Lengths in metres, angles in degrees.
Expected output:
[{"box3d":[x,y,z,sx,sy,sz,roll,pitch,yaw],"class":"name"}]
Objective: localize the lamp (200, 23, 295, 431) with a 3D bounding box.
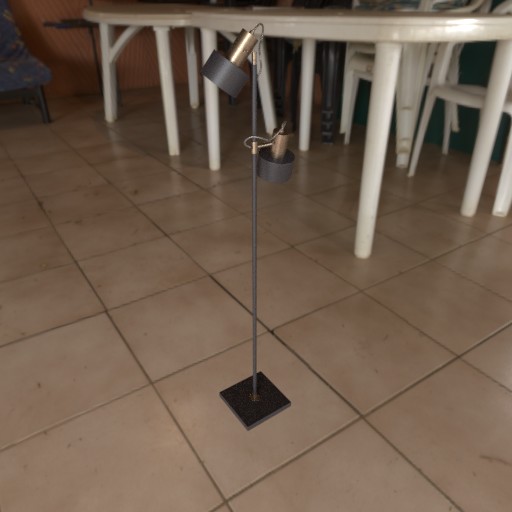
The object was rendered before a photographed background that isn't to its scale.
[{"box3d":[0.000,0.000,1.618,0.315,1.505,0.233,-19,35,-30],"class":"lamp"}]
